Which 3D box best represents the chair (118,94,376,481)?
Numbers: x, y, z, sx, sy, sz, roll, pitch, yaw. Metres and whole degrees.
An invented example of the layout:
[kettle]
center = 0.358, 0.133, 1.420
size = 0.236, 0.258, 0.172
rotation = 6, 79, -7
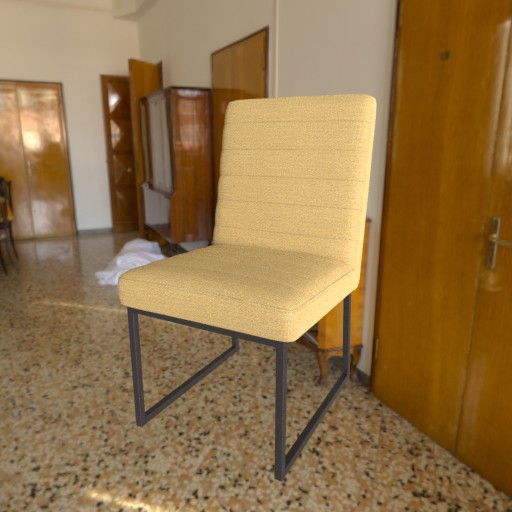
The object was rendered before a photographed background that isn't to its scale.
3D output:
[chair]
center = 0.000, 0.000, 1.309
size = 0.520, 0.930, 0.634
rotation = 8, 16, 27
